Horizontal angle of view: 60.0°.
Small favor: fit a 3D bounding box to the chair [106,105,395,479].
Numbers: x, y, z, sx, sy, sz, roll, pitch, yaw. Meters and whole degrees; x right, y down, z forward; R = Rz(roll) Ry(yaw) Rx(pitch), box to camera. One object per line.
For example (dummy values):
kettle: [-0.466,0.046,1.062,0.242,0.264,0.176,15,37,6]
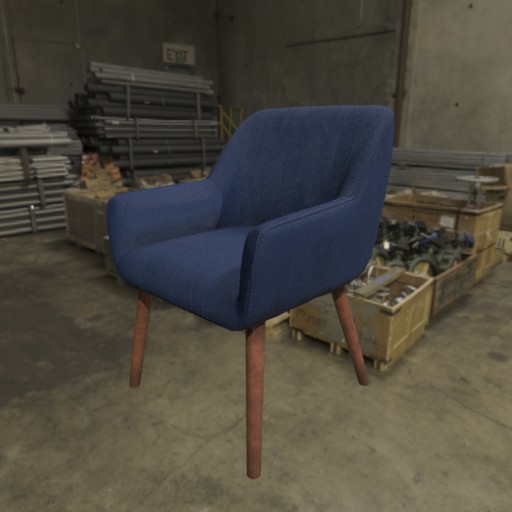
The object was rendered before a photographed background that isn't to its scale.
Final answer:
chair: [0.000,0.000,1.255,0.600,0.820,0.600,15,22,42]
